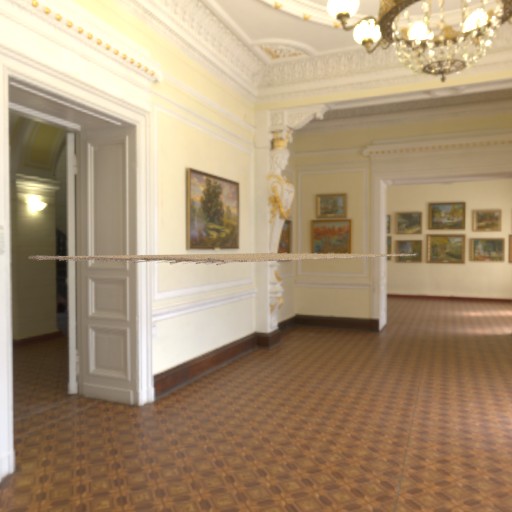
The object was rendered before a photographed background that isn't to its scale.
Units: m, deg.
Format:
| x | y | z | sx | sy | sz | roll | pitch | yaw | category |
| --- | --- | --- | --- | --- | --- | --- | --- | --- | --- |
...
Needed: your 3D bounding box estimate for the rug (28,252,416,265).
| x | y | z | sx | sy | sz | roll | pitch | yaw | category |
| --- | --- | --- | --- | --- | --- | --- | --- | --- | --- |
| 0.000 | 0.000 | 2.540 | 1.224 | 0.027 | 2.021 | 1 | 1 | 36 | rug |
